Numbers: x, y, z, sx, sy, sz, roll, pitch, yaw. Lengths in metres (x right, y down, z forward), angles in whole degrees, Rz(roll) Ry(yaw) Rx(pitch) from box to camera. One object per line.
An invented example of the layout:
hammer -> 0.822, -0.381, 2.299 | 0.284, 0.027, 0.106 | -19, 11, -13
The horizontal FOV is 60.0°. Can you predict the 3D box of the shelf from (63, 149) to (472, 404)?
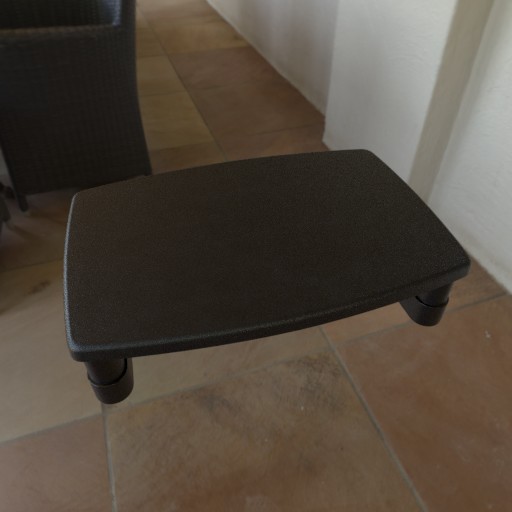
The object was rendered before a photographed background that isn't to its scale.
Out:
shelf -> 0.000, 0.000, 0.523 | 0.410, 0.100, 0.280 | -11, 44, -12
